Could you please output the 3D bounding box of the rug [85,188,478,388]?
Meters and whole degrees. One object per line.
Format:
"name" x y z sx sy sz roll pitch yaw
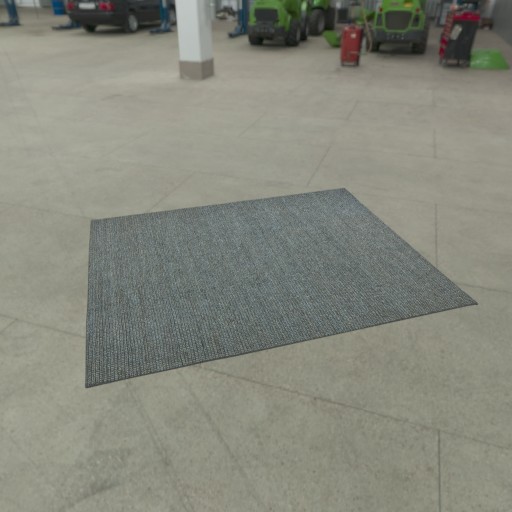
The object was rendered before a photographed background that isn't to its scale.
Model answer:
"rug" 0.000 0.000 4.239 3.068 0.021 2.456 -9 33 -14
